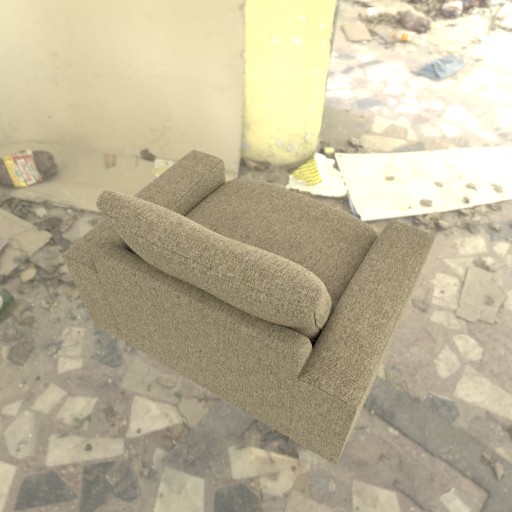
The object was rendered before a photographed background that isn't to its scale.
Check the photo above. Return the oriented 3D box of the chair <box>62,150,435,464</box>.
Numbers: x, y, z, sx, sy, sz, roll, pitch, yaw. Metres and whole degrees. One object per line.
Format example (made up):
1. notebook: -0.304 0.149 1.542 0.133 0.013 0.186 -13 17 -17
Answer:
1. chair: 0.000 0.000 2.092 1.398 0.915 1.039 23 51 21
